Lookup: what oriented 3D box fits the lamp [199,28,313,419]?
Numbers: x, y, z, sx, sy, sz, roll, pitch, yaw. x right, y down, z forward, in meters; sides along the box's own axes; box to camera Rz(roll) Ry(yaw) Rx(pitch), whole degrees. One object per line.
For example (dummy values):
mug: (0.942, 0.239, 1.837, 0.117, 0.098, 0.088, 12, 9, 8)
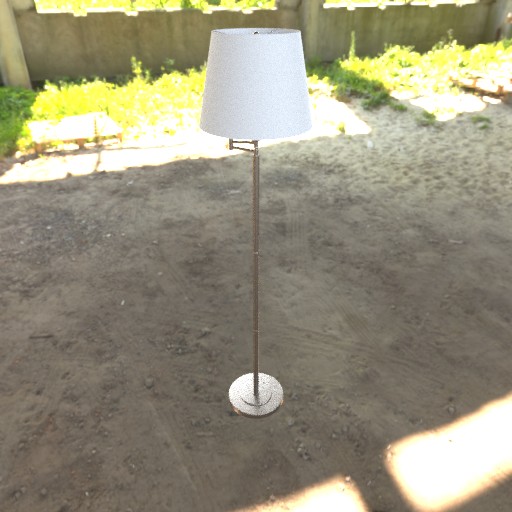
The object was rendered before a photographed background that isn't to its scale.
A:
lamp: (0.000, 0.000, 1.624, 0.355, 1.473, 0.355, 0, 30, 0)
